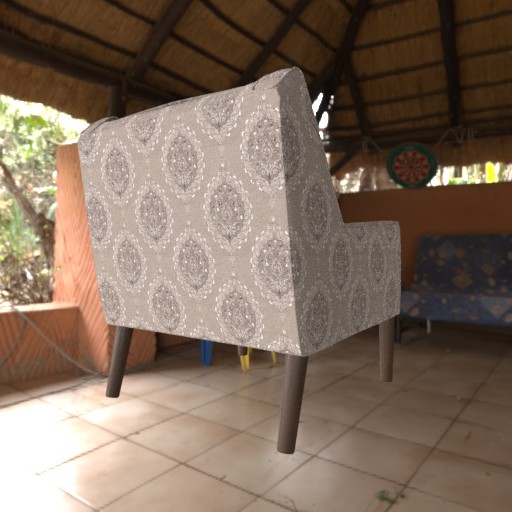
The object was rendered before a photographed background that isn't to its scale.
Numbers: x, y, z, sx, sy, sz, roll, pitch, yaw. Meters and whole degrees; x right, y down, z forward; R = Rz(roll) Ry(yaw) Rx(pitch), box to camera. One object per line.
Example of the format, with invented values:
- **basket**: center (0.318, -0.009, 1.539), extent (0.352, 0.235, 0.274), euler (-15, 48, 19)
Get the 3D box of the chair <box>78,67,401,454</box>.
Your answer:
- **chair**: center (0.000, 0.000, 1.313), extent (0.665, 0.797, 0.750), euler (1, 2, 36)
